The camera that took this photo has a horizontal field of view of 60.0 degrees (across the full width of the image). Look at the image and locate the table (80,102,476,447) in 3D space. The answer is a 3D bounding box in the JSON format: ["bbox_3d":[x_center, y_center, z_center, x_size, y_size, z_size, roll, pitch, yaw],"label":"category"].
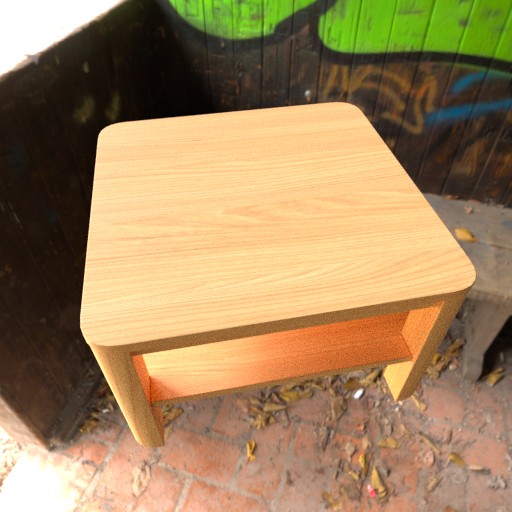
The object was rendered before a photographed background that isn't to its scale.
[{"bbox_3d":[0.000,0.000,1.201,0.750,0.450,0.750,-8,47,-8],"label":"table"}]
